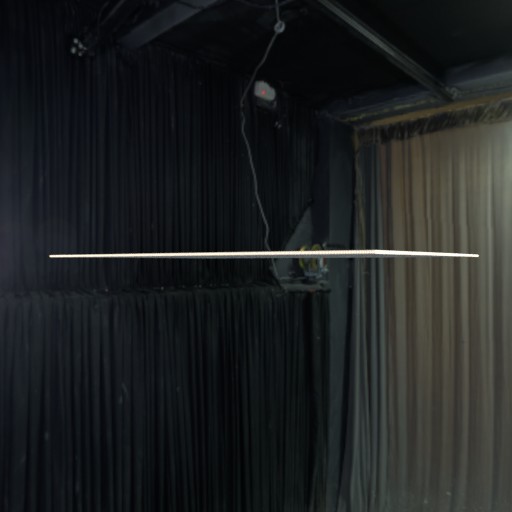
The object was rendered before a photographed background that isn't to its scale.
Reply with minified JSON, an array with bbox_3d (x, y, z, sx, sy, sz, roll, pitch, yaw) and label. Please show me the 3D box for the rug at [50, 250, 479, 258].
[{"bbox_3d":[0.000,0.000,2.816,2.290,0.014,1.526,0,-1,38],"label":"rug"}]
